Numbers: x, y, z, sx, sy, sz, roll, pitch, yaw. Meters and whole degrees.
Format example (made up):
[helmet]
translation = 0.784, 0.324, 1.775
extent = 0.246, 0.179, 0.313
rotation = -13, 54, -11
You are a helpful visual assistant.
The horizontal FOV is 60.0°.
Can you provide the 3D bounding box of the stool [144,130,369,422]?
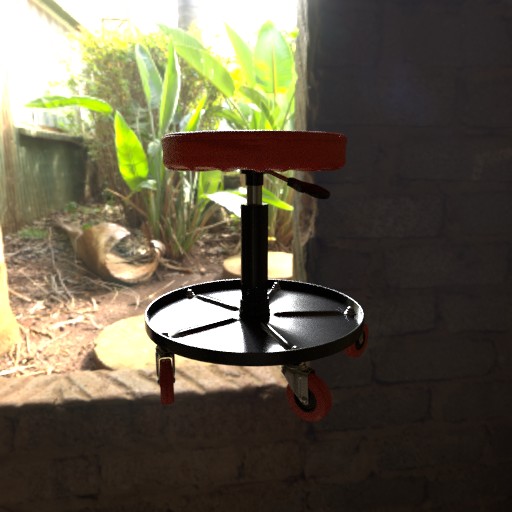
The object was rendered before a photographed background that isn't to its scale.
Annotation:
[stool]
translation = 0.000, 0.000, 0.692
extent = 0.381, 0.365, 0.382
rotation = -11, 17, -42
